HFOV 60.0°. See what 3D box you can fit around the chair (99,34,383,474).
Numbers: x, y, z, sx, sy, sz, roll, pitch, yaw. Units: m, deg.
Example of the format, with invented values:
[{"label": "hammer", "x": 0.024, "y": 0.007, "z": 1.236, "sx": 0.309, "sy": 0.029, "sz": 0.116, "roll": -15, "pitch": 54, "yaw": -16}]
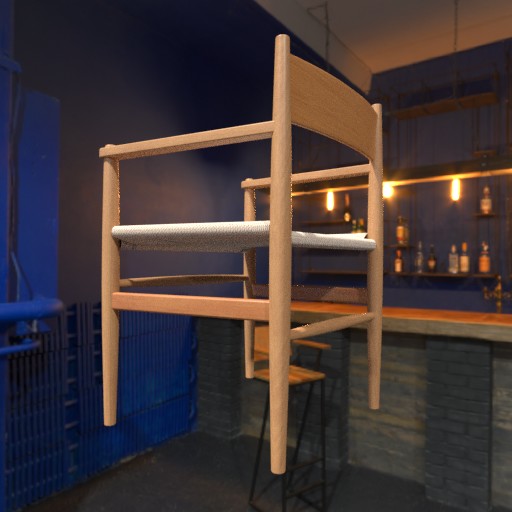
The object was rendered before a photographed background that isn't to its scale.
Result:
[{"label": "chair", "x": 0.000, "y": 0.000, "z": 1.077, "sx": 0.495, "sy": 0.762, "sz": 0.556, "roll": -1, "pitch": -1, "yaw": 37}]
